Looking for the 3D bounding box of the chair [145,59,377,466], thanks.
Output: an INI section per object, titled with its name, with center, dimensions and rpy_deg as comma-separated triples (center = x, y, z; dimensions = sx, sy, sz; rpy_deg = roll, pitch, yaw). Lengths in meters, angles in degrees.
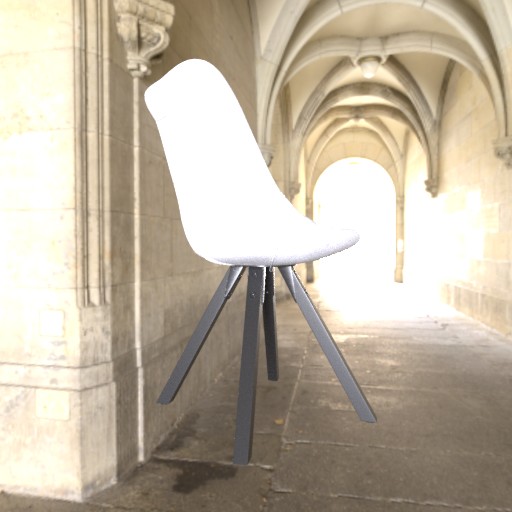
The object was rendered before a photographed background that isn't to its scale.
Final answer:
[chair]
center = 0.000, 0.000, 1.186
dimensions = 0.550, 0.850, 0.485
rpy_deg = -1, 2, -35
